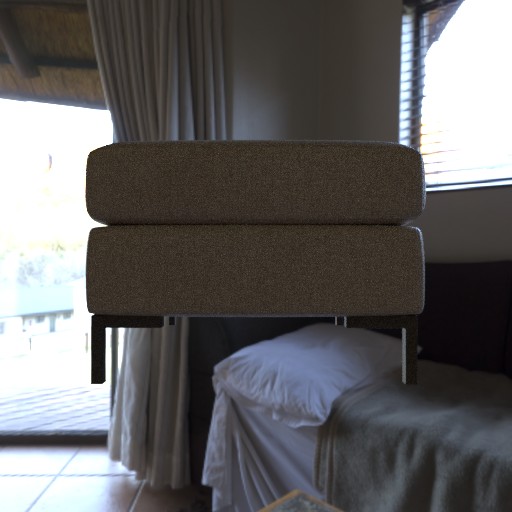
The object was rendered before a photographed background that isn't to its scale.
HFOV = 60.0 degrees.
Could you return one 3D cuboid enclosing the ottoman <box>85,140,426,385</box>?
[{"bbox_3d":[0.000,0.000,1.222,0.671,0.490,0.820,0,0,0],"label":"ottoman"}]
